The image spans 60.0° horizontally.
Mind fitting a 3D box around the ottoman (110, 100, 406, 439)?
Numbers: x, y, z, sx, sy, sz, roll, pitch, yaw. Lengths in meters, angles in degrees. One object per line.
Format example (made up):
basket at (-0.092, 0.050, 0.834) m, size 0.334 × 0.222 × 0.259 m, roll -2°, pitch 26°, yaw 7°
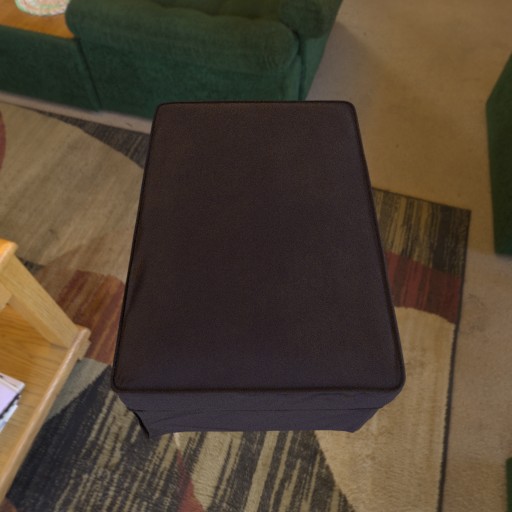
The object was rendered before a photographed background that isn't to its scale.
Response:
ottoman at (0.000, 0.000, 1.316) m, size 0.637 × 0.503 × 0.938 m, roll 0°, pitch 58°, yaw 0°
